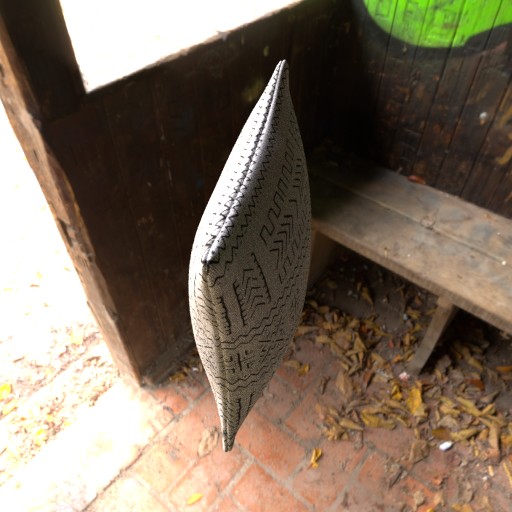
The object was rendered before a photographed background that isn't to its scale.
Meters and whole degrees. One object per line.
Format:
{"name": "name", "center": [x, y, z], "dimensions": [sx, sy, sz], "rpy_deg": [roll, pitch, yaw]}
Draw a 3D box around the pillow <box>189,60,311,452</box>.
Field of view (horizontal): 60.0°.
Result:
{"name": "pillow", "center": [0.000, 0.000, 0.672], "dimensions": [0.164, 0.430, 0.438], "rpy_deg": [8, 47, 8]}
